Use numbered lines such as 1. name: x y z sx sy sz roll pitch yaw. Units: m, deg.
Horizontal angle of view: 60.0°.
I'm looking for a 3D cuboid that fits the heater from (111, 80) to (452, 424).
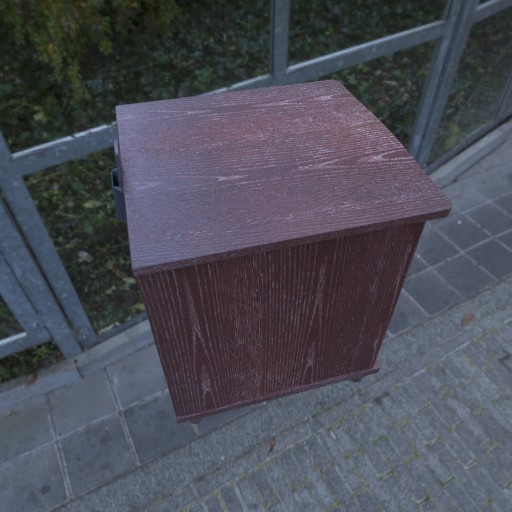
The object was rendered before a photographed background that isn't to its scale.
1. heater: 0.000 0.000 0.750 0.400 0.481 0.362 -11 46 -11
